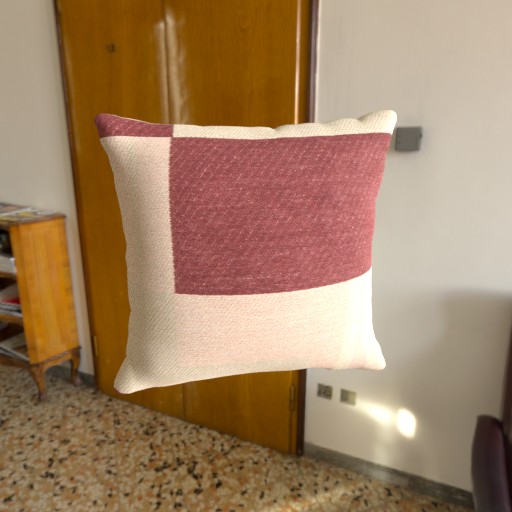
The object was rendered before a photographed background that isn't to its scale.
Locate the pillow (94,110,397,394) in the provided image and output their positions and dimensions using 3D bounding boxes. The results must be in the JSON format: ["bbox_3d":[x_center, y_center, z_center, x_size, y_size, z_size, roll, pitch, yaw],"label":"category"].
[{"bbox_3d":[0.000,0.000,0.803,0.536,0.506,0.229,-3,16,-10],"label":"pillow"}]
